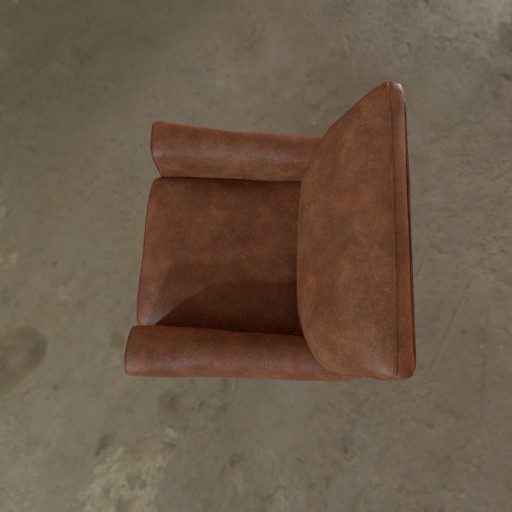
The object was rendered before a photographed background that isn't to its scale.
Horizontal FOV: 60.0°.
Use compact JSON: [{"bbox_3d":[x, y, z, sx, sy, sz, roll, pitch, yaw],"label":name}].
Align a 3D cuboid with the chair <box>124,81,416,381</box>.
[{"bbox_3d":[0.000,0.000,1.598,0.823,0.943,0.870,3,76,1],"label":"chair"}]
